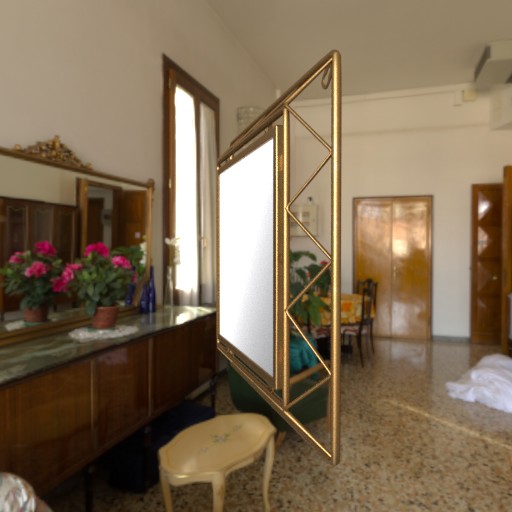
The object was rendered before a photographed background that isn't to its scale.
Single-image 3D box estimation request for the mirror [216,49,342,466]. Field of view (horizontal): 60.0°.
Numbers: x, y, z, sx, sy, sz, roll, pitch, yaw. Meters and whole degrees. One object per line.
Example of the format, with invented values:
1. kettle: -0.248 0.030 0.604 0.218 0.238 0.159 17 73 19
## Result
1. mirror: 0.000 0.000 0.625 0.046 0.414 0.416 0 1 -18
